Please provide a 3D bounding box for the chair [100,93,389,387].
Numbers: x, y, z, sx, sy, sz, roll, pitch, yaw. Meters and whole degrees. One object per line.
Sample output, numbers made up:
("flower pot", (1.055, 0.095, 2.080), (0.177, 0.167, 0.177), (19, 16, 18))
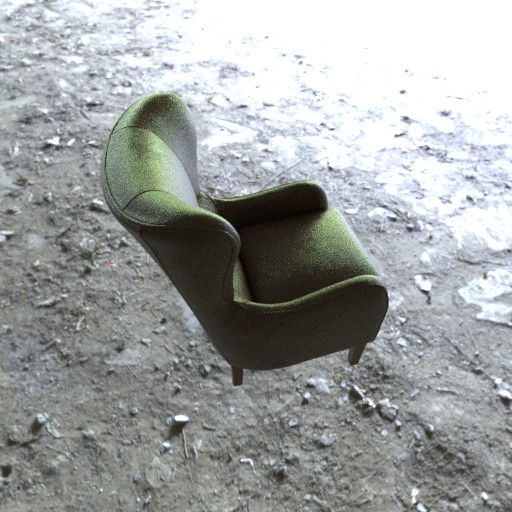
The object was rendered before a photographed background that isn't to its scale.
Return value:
("chair", (0.000, 0.000, 1.664), (0.914, 1.048, 0.692), (-12, 48, -11))
